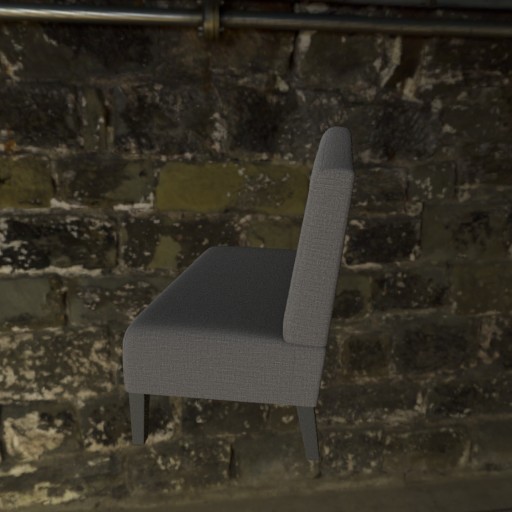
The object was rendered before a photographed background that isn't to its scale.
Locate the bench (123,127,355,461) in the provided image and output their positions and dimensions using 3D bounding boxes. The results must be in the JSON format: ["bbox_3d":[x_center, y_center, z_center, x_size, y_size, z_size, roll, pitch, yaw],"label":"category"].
[{"bbox_3d":[0.000,0.000,2.116,0.815,1.180,1.335,2,14,8],"label":"bench"}]
